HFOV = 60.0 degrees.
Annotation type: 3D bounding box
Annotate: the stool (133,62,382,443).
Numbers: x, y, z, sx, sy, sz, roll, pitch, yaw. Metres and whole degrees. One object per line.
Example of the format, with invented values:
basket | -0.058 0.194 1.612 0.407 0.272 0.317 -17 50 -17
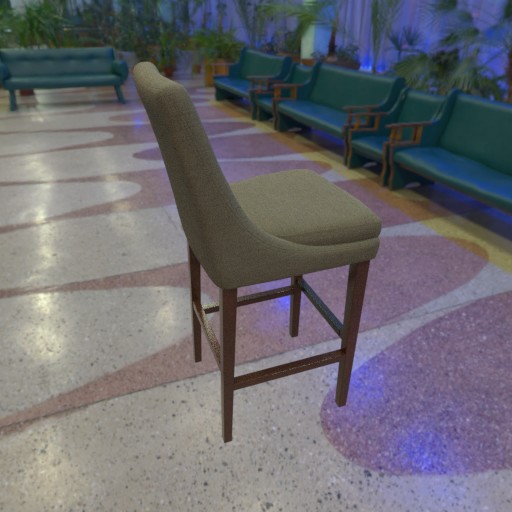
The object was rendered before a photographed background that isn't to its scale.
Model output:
stool | 0.000 0.000 1.359 0.577 1.078 0.470 -11 32 -18
